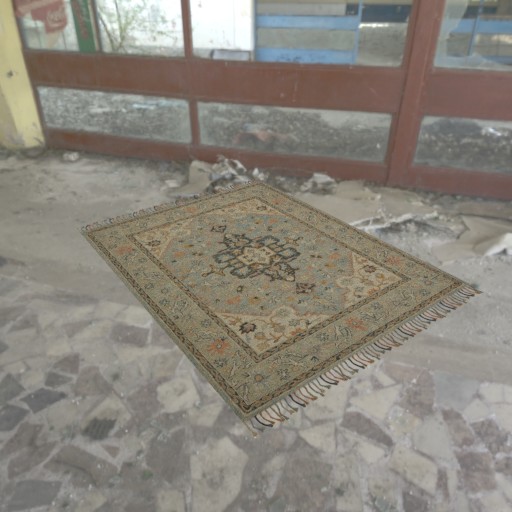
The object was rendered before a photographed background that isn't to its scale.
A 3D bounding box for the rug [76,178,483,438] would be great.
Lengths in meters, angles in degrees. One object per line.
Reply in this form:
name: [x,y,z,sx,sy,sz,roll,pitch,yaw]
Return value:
rug: [0.000,0.000,3.469,1.971,0.010,2.651,-21,37,-31]
